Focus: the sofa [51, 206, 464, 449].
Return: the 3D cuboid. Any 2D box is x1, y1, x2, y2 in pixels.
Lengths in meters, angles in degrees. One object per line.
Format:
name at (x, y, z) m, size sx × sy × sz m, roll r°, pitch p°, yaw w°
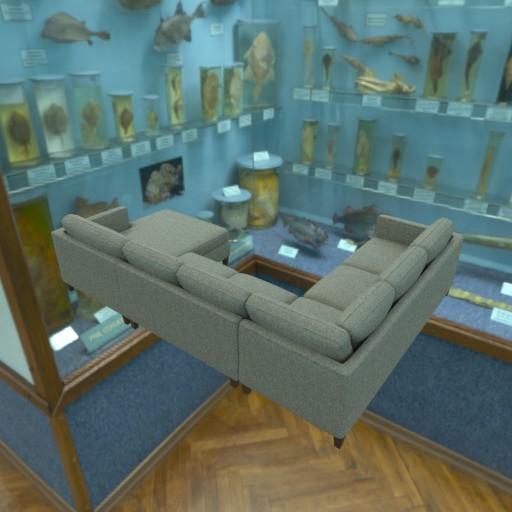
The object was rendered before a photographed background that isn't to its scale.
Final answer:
sofa at (0.000, 0.000, 4.594) m, size 3.403 × 0.889 × 2.551 m, roll 20°, pitch 35°, yaw 32°
